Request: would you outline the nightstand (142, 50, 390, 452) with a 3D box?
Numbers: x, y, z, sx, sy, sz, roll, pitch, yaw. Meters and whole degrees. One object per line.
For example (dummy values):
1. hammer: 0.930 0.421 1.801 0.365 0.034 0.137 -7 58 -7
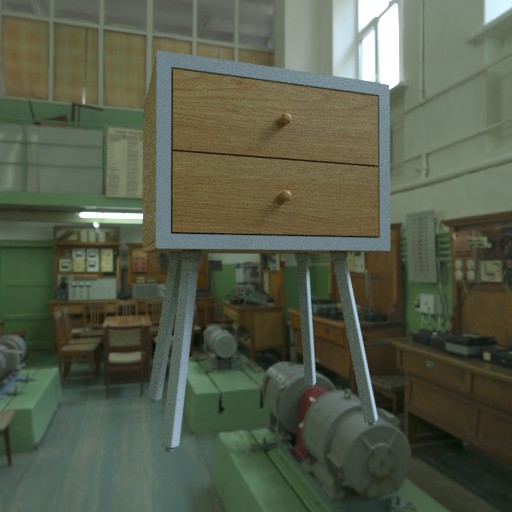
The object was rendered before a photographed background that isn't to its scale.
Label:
1. nightstand: 0.000 0.000 0.845 0.400 0.601 0.316 0 -1 -18
